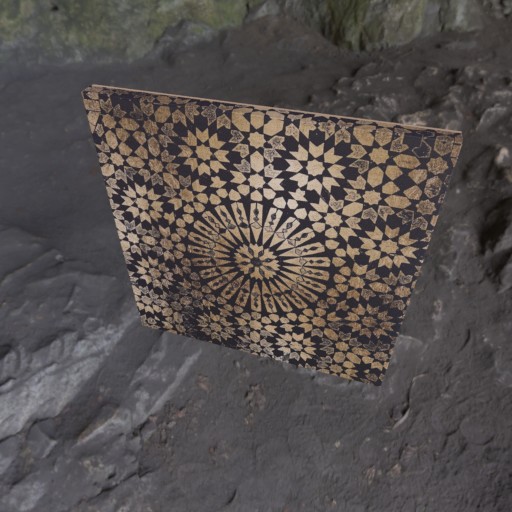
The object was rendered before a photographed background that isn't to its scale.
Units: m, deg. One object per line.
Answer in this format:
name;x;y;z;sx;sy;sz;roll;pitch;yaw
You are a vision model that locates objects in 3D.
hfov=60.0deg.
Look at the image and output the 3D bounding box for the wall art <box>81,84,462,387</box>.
wall art;0.000;0.000;0.897;0.612;0.612;0.038;12;43;13
